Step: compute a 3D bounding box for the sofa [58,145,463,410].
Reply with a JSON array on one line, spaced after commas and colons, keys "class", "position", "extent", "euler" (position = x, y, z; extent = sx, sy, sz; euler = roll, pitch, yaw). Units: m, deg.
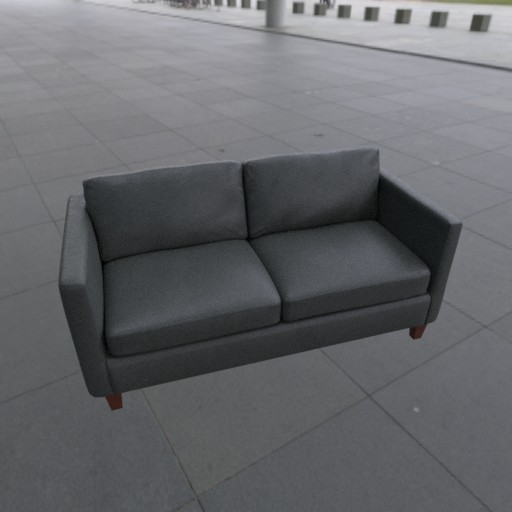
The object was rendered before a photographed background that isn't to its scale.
[{"class": "sofa", "position": [0.000, 0.000, 2.443], "extent": [1.883, 0.933, 0.951], "euler": [-9, 33, -14]}]
